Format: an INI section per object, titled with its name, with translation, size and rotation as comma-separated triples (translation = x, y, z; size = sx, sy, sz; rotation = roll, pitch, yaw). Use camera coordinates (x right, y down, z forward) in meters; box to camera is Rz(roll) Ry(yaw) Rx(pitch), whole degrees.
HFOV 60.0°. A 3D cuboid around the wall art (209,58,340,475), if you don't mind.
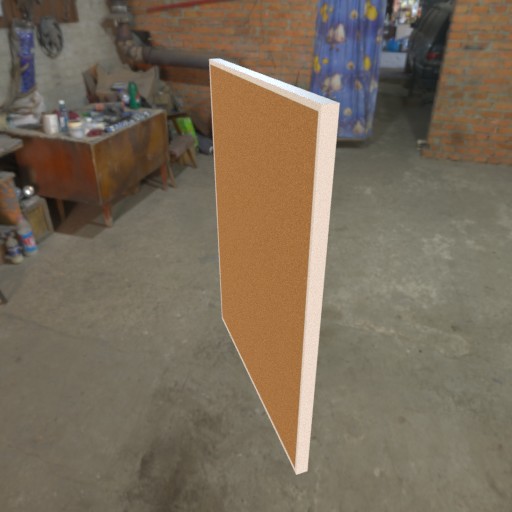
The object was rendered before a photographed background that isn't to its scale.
[wall art]
translation = 0.000, 0.000, 1.375
size = 0.039, 1.050, 0.795
rotation = -10, 31, -17
